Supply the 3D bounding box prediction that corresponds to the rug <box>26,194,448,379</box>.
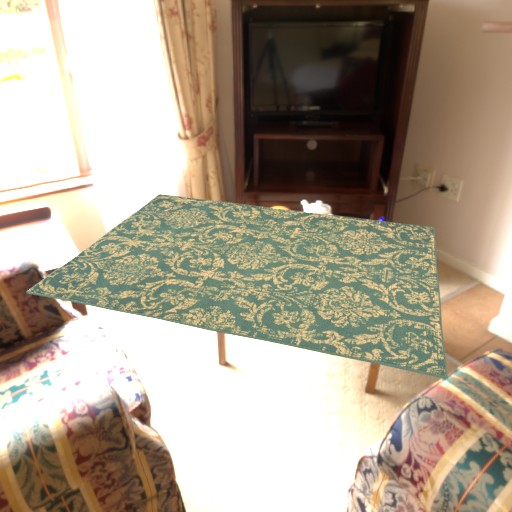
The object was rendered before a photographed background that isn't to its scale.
[{"bbox_3d":[0.000,0.000,2.831,2.205,0.012,1.554,9,31,15],"label":"rug"}]
